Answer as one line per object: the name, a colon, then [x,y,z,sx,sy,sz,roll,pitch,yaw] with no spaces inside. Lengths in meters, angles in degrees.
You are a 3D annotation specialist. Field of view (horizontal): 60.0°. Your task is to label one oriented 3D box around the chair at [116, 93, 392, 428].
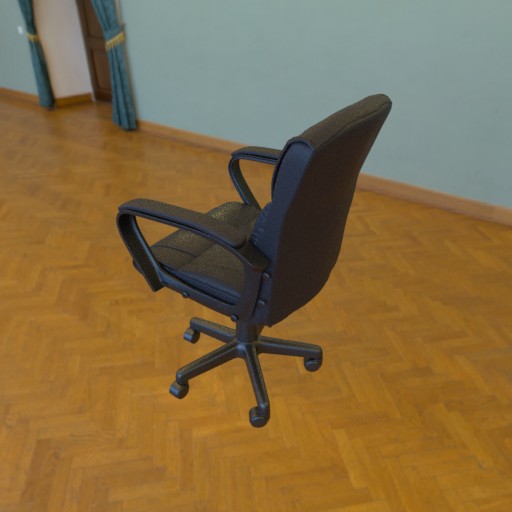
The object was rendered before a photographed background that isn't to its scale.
chair: [0.000,0.000,1.378,0.641,0.998,0.576,20,38,28]
